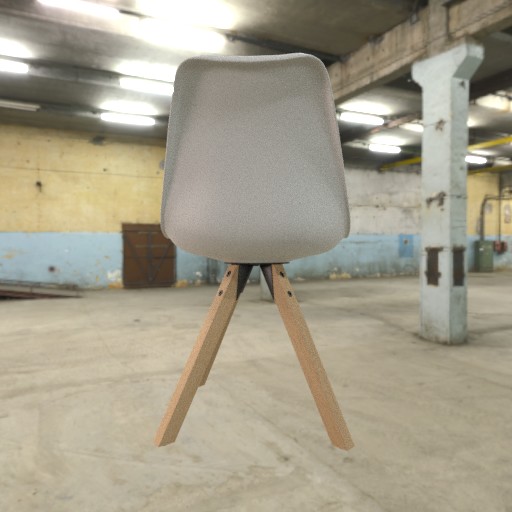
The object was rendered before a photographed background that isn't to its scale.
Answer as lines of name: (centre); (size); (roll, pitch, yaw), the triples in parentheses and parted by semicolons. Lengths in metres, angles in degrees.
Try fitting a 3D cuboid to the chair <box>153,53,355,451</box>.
chair: (0.000, 0.000, 1.182); (0.485, 0.850, 0.550); (0, 1, 3)
